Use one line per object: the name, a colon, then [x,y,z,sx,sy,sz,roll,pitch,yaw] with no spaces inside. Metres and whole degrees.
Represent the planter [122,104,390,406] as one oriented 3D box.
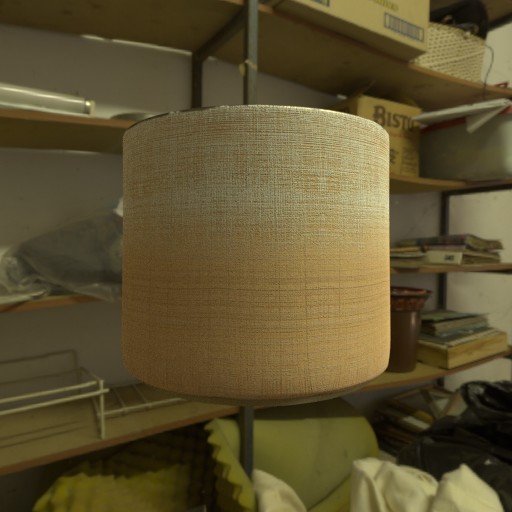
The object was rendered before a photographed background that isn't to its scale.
planter: [0.000,0.000,0.436,0.254,0.221,0.254,0,2,0]
